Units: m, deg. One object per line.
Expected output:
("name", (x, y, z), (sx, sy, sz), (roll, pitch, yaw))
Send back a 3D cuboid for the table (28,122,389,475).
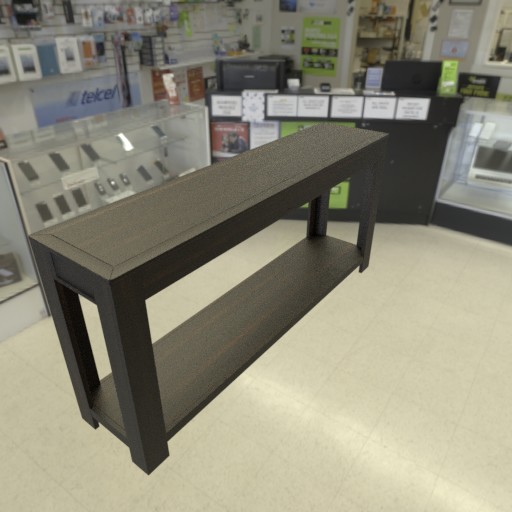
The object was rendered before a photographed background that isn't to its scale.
("table", (0.000, 0.000, 1.899), (0.384, 0.762, 1.631), (21, 37, 32))
